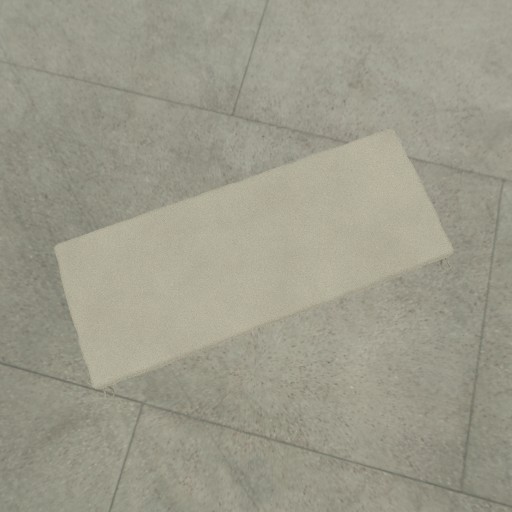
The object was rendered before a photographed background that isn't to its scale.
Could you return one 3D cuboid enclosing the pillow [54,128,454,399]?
[{"bbox_3d":[0.000,0.000,1.370,1.187,0.081,0.492,-20,77,-5],"label":"pillow"}]
